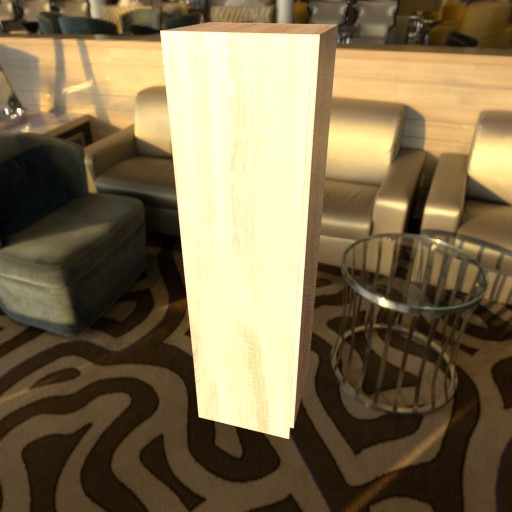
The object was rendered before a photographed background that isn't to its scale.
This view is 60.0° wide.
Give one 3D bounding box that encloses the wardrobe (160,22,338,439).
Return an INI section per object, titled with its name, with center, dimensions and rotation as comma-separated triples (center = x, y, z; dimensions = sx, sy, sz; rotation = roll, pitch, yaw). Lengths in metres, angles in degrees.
[wardrobe]
center = 0.000, 0.000, 2.305
dimensions = 0.588, 2.117, 0.496
rotation = 8, 32, 14
